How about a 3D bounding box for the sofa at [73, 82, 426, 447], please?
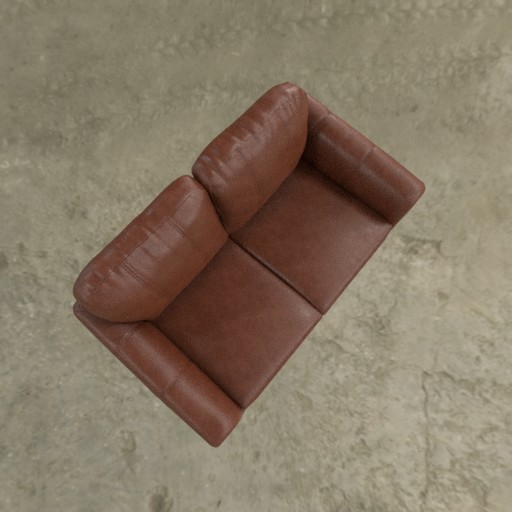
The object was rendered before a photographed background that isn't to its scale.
[{"bbox_3d":[0.000,0.000,1.979,0.805,0.906,1.406,39,80,8],"label":"sofa"}]
